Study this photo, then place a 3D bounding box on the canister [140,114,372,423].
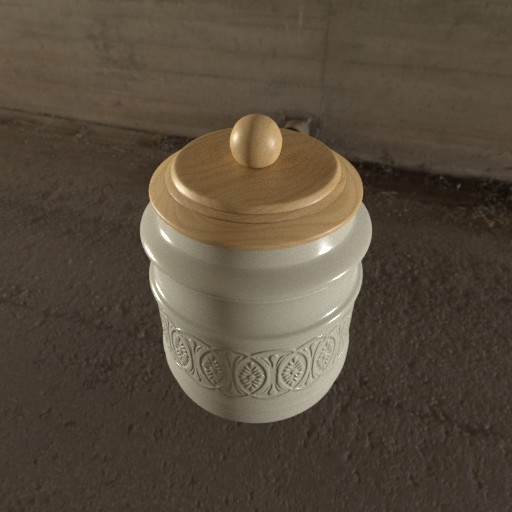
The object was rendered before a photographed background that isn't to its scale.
[{"bbox_3d":[0.000,0.000,0.271,0.130,0.176,0.130,0,40,0],"label":"canister"}]
